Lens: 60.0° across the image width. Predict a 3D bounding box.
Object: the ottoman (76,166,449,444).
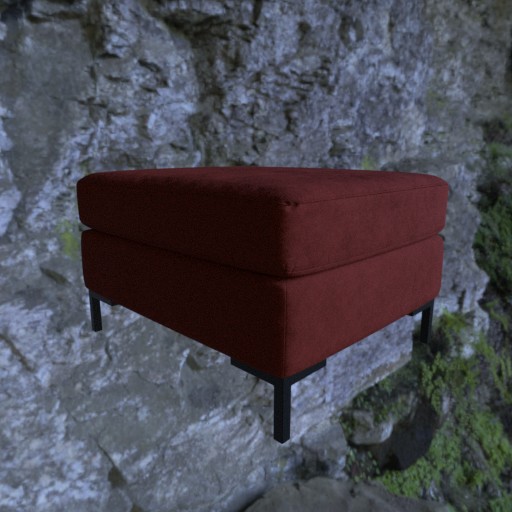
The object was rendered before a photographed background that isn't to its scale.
[{"bbox_3d":[0.000,0.000,1.194,0.782,0.462,0.650,13,18,43],"label":"ottoman"}]
